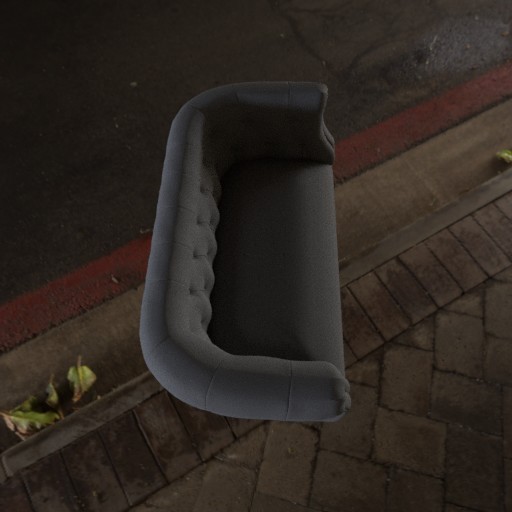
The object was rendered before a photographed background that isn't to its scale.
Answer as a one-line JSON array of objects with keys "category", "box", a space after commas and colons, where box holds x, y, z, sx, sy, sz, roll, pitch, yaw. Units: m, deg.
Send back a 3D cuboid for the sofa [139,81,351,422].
[{"category": "sofa", "box": [0.000, 0.000, 2.125, 0.835, 0.827, 1.558, 2, 63, 1]}]
